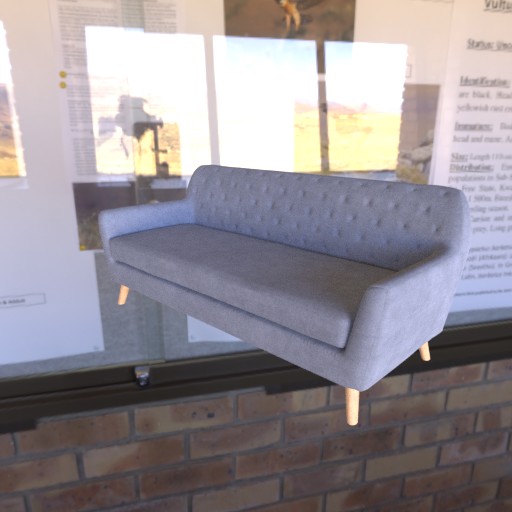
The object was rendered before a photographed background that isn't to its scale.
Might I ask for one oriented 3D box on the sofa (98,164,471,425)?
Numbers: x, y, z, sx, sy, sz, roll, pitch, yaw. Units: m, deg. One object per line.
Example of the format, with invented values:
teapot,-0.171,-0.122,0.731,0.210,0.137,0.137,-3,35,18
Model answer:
sofa,0.000,0.000,2.399,1.970,0.830,0.830,15,22,41
